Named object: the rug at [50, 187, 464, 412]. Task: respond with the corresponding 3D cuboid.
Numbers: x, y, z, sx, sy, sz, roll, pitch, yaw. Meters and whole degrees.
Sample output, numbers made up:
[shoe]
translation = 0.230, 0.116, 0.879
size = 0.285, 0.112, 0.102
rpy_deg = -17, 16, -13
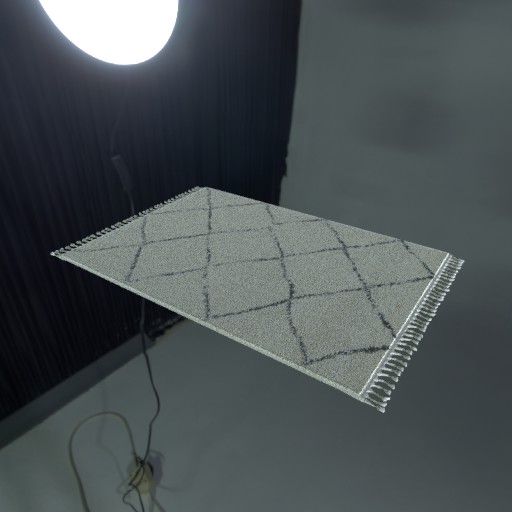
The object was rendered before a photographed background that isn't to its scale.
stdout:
[rug]
translation = 0.000, 0.000, 2.917
size = 2.307, 0.031, 1.494
rpy_deg = 19, 35, 29
